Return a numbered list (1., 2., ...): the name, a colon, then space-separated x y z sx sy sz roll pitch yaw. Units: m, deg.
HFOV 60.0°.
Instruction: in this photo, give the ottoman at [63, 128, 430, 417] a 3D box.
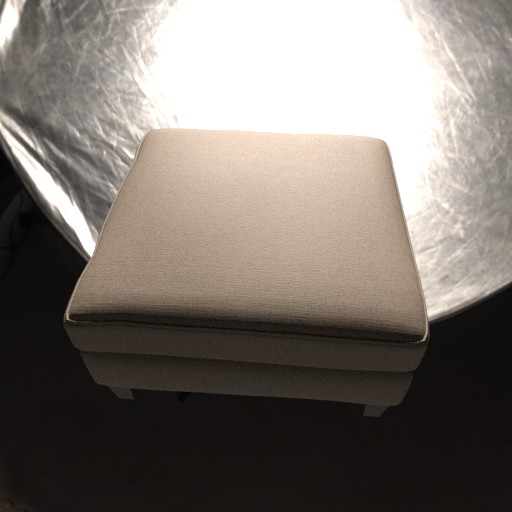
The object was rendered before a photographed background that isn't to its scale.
1. ottoman: 0.000 0.000 1.372 0.838 0.481 0.838 3 47 3
